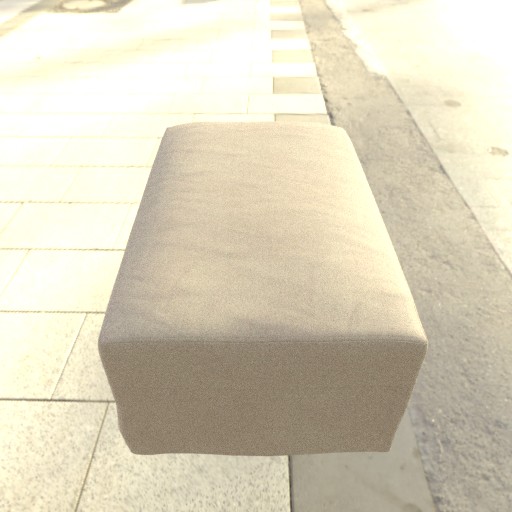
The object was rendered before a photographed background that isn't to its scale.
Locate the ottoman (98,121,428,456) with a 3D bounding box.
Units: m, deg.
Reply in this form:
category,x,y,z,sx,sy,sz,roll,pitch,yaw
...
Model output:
category,x,y,z,sx,sy,sz,roll,pitch,yaw
ottoman,0.000,0.000,1.158,0.590,0.444,0.872,-1,41,-1
